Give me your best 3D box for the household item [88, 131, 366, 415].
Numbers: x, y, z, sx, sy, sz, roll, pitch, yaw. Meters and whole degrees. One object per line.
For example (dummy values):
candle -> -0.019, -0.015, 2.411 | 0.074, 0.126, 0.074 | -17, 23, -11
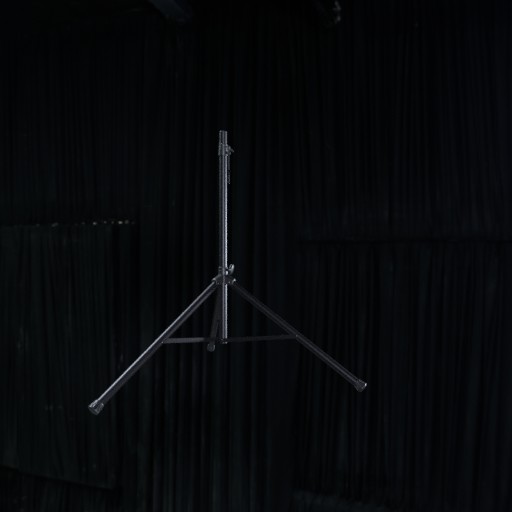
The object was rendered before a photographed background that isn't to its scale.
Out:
household item -> 0.000, 0.000, 2.776 | 1.339, 1.595, 1.596 | 0, 0, 18
